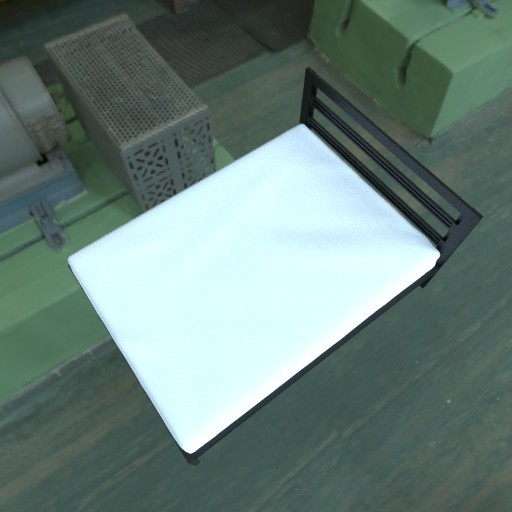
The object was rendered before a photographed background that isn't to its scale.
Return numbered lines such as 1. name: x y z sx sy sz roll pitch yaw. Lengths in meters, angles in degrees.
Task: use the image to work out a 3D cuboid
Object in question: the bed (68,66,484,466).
1. bed: 0.000 0.000 2.905 2.062 0.967 1.524 -33 67 -16
